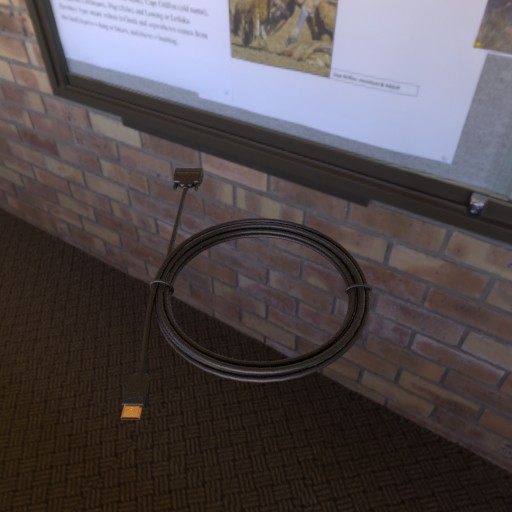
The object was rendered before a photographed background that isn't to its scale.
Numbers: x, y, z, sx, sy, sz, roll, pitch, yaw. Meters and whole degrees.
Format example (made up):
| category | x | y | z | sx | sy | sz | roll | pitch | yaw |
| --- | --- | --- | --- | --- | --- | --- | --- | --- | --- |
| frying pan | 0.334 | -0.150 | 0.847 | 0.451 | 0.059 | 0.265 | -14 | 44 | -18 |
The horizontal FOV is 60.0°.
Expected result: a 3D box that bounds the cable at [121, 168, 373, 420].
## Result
| category | x | y | z | sx | sy | sz | roll | pitch | yaw |
| --- | --- | --- | --- | --- | --- | --- | --- | --- | --- |
| cable | 0.000 | 0.000 | 0.532 | 0.257 | 0.030 | 0.422 | 1 | 41 | 1 |
